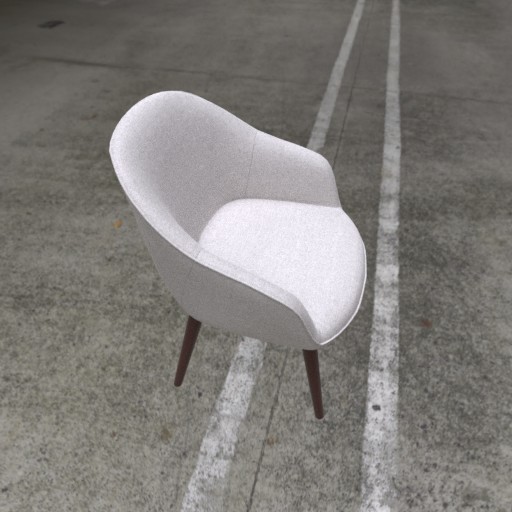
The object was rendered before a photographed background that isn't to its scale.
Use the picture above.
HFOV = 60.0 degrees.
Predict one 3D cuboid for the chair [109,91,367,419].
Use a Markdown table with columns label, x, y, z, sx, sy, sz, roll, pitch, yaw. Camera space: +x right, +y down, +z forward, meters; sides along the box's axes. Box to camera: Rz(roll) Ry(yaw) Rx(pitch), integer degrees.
| label | x | y | z | sx | sy | sz | roll | pitch | yaw |
| --- | --- | --- | --- | --- | --- | --- | --- | --- | --- |
| chair | 0.000 | 0.000 | 1.286 | 0.635 | 0.823 | 0.596 | 10 | 45 | 10 |
